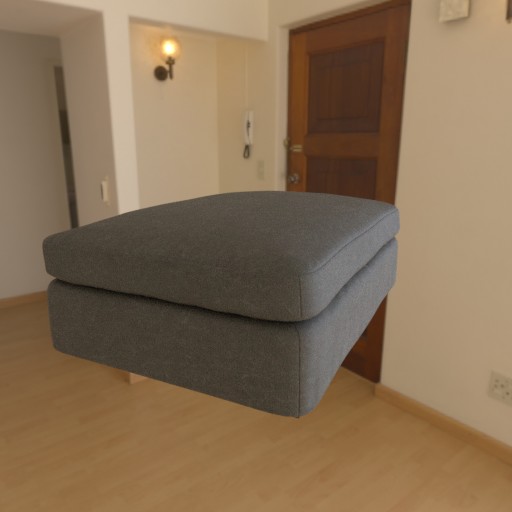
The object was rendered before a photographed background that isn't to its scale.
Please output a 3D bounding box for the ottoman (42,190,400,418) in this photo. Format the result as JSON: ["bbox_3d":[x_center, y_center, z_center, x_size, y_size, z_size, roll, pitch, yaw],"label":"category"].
[{"bbox_3d":[0.000,0.000,1.618,0.840,0.429,1.199,7,16,26],"label":"ottoman"}]
